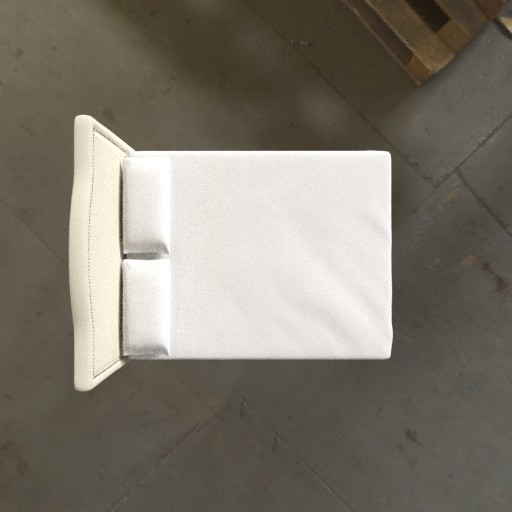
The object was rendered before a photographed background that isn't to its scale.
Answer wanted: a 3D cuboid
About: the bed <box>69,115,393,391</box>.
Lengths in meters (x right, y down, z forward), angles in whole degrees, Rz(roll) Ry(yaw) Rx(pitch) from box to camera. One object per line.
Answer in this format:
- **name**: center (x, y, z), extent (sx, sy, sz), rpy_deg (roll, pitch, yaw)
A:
- **bed**: center (0.000, 0.000, 3.302), extent (2.196, 1.449, 1.741), rpy_deg (0, 90, 0)
